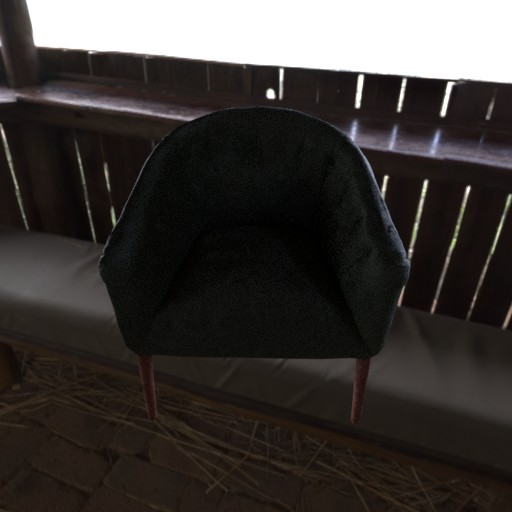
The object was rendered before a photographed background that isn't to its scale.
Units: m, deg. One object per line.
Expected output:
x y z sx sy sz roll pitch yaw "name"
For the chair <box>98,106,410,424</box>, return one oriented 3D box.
0.000 0.000 1.573 0.851 0.885 0.776 1 31 1 "chair"
